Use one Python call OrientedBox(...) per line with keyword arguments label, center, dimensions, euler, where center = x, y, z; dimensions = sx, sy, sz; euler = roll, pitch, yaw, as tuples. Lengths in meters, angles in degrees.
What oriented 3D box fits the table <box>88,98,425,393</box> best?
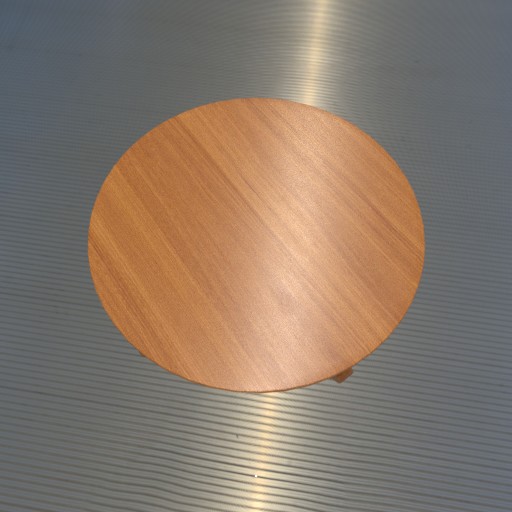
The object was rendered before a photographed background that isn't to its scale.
OrientedBox(label="table", center=(0.000, 0.000, 1.580), dimensions=(1.029, 0.490, 1.029), euler=(0, 64, 0))
